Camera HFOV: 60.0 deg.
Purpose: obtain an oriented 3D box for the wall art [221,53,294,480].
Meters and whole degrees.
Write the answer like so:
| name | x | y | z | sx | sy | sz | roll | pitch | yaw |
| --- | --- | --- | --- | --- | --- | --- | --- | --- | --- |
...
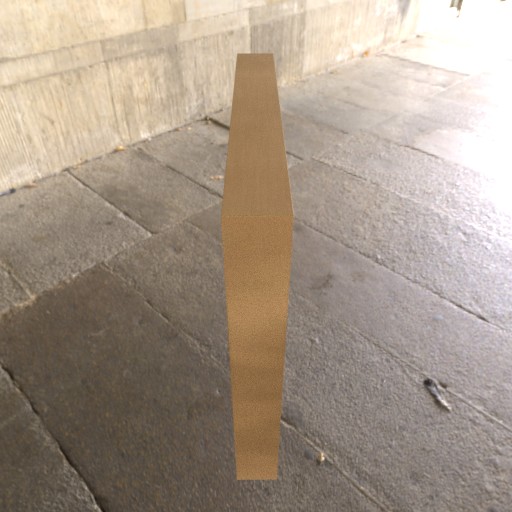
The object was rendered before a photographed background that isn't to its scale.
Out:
| name | x | y | z | sx | sy | sz | roll | pitch | yaw |
| --- | --- | --- | --- | --- | --- | --- | --- | --- | --- |
| wall art | 0.000 | 0.000 | 0.446 | 0.038 | 0.303 | 0.305 | 0 | 39 | 0 |
